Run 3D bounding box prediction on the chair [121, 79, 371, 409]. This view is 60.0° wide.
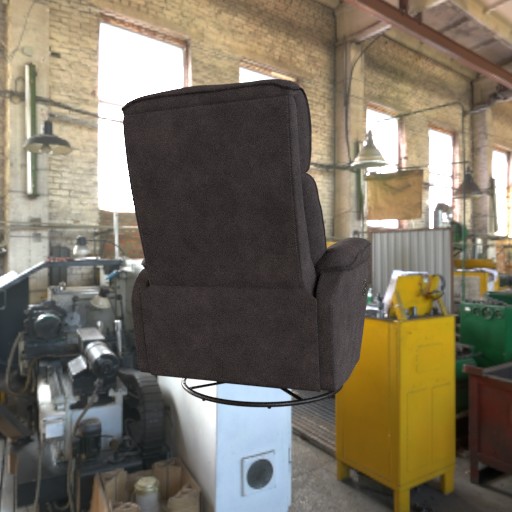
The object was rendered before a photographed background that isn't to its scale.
[{"bbox_3d":[0.000,0.000,1.751,0.830,1.035,1.009,0,0,19],"label":"chair"}]
